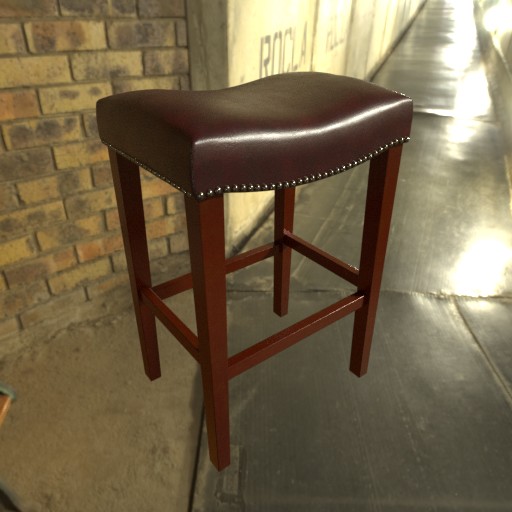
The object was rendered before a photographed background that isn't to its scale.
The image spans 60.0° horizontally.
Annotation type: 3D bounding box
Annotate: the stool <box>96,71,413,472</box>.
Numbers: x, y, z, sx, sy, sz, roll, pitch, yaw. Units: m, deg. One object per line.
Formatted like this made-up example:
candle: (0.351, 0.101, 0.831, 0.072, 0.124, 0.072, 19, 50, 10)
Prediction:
stool: (0.000, 0.000, 1.014, 0.504, 0.742, 0.372, -21, 36, -32)
